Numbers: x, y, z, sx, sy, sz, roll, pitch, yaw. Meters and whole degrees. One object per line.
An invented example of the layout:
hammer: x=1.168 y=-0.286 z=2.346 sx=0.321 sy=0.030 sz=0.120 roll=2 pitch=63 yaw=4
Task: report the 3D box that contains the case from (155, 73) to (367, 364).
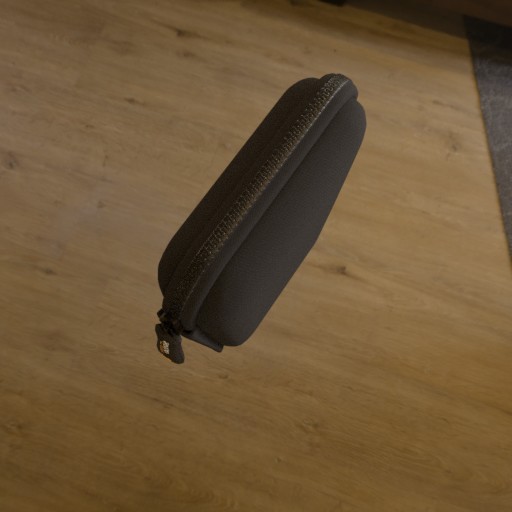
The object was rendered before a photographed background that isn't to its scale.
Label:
case: x=0.000 y=0.000 z=0.190 sx=0.030 sy=0.147 sz=0.107 roll=34 pitch=78 yaw=8
